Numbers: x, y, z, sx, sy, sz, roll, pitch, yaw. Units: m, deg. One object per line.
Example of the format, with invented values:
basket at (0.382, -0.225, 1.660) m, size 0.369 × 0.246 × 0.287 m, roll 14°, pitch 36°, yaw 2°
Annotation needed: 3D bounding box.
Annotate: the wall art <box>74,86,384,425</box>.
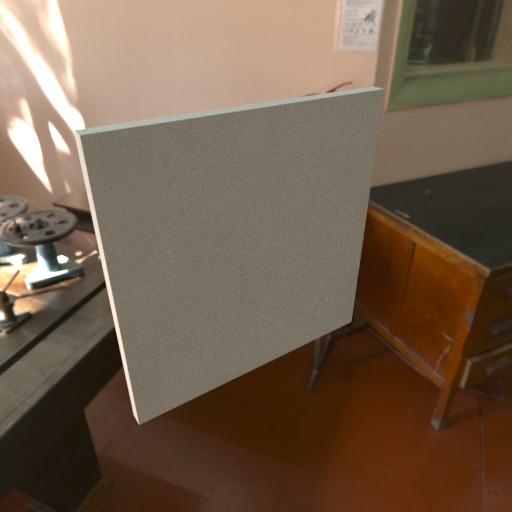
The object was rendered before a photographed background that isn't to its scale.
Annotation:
wall art at (0.000, 0.000, 1.160) m, size 0.762 × 0.762 × 0.040 m, roll -19°, pitch 36°, yaw -28°
